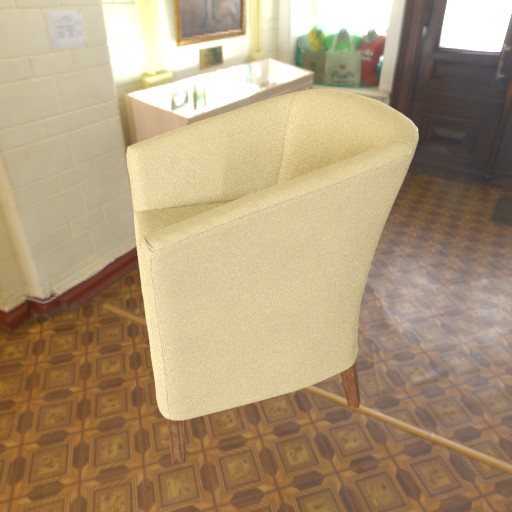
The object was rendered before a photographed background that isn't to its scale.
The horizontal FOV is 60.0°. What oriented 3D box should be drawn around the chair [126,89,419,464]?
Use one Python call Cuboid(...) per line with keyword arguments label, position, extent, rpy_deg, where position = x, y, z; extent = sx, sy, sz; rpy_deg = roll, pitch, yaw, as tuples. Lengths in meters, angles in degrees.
Cuboid(label="chair", position=(0.000, 0.000, 1.263), extent=(0.657, 0.822, 0.643), rpy_deg=(-9, 32, -14))
